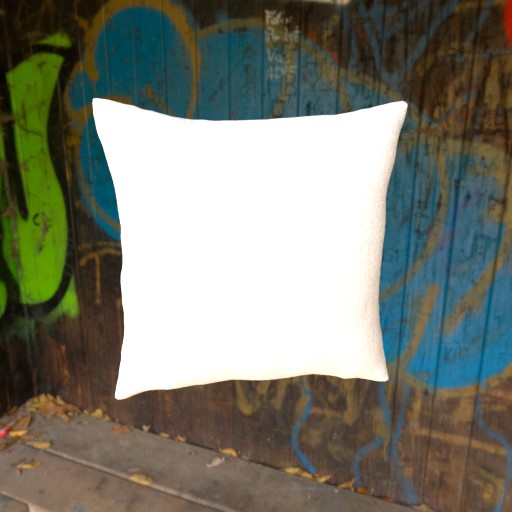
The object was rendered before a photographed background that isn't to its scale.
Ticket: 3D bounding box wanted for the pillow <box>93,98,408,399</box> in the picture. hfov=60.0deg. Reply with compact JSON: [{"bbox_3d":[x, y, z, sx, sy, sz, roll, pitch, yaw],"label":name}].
[{"bbox_3d":[0.000,0.000,0.652,0.433,0.436,0.173,-2,15,-6],"label":"pillow"}]
